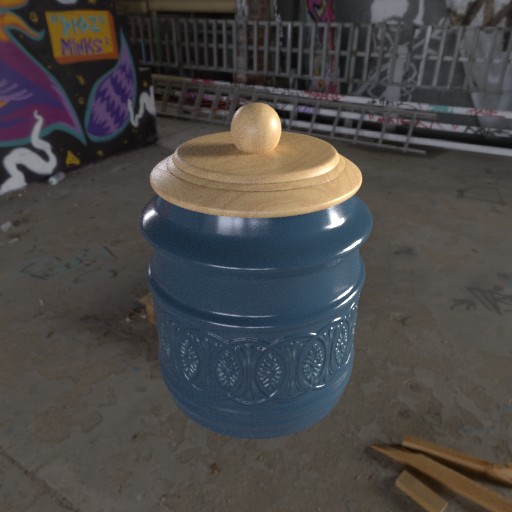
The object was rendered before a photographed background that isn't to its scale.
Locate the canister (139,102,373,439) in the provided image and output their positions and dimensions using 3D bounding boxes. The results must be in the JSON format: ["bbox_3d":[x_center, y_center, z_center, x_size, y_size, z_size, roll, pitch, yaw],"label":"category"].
[{"bbox_3d":[0.000,0.000,0.266,0.130,0.176,0.130,0,29,0],"label":"canister"}]
